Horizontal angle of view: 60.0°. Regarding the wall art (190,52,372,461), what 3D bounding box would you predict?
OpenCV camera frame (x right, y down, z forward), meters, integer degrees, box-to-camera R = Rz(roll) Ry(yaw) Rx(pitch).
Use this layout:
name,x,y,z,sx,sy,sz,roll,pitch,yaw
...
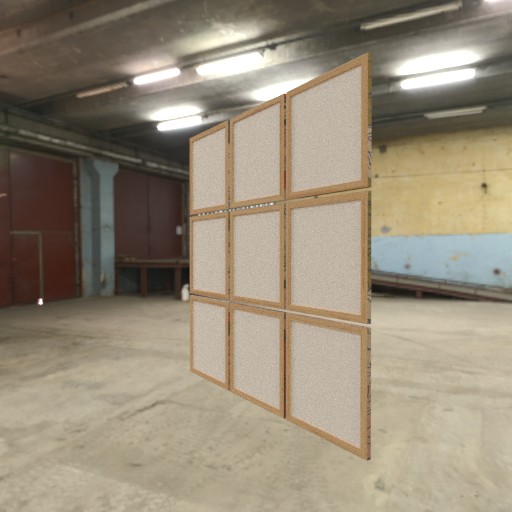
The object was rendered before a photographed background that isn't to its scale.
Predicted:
name,x,y,z,sx,sy,sz,roll,pitch,yaw
wall art,0.000,0.000,1.368,0.013,0.913,0.904,0,1,-34
